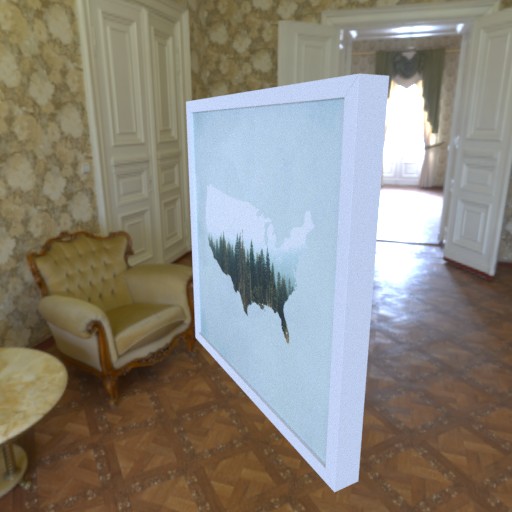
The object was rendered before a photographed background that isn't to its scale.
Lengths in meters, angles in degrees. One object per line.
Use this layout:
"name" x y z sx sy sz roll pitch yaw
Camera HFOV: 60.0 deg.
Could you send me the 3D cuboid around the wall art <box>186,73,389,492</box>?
"wall art" 0.000 0.000 0.439 0.024 0.304 0.304 -8 18 -27
